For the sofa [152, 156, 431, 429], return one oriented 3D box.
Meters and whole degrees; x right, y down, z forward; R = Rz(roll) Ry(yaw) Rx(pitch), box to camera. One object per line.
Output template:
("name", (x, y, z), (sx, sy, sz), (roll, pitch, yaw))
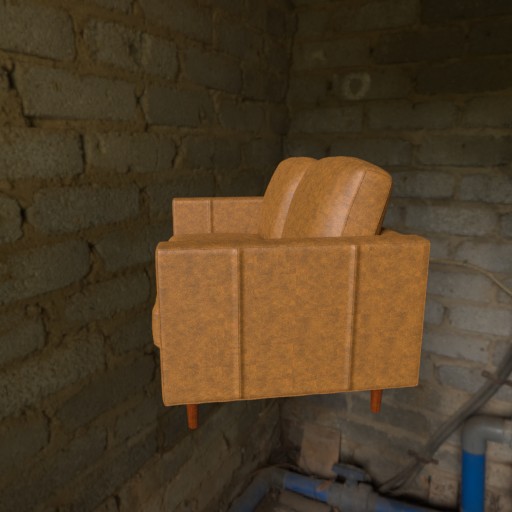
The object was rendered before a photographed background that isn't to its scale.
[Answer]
("sofa", (0.000, 0.000, 2.165), (0.909, 0.951, 1.578), (-2, 13, -8))
